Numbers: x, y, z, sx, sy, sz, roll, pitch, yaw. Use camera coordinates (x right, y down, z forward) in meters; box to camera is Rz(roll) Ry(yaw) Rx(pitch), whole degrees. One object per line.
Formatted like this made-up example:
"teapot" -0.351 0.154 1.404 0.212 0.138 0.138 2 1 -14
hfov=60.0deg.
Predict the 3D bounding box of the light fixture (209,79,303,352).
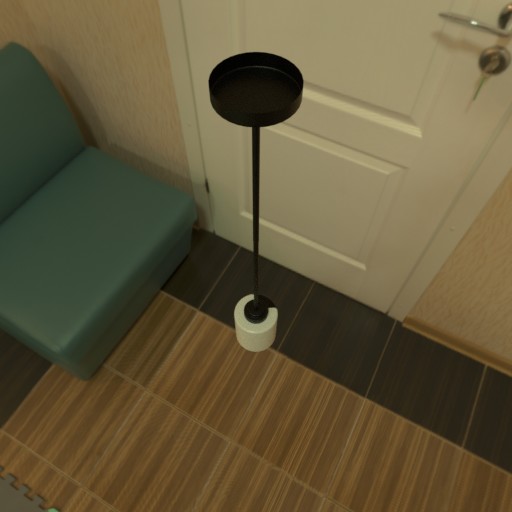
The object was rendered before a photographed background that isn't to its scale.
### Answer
"light fixture" 0.000 0.000 0.940 0.123 0.863 0.123 0 58 0
